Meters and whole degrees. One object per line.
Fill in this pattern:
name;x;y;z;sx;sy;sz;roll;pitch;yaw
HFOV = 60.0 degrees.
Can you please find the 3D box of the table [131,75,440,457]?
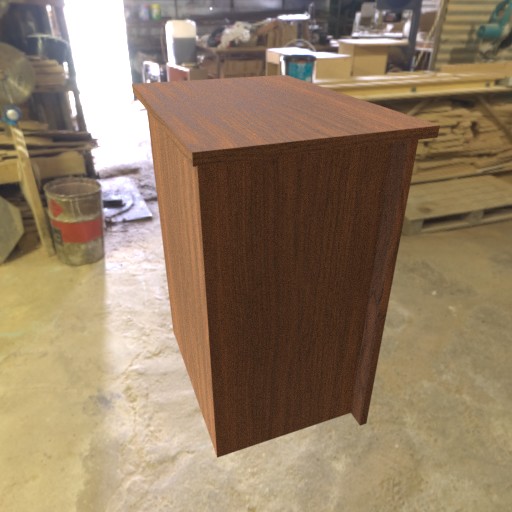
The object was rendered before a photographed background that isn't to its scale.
table;0.000;0.000;1.055;0.406;0.711;0.589;-11;32;-18
